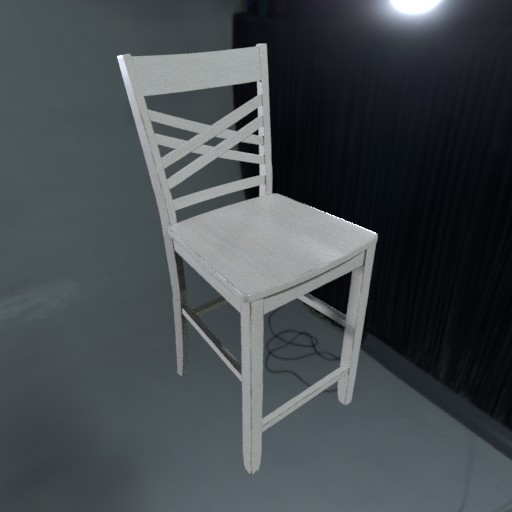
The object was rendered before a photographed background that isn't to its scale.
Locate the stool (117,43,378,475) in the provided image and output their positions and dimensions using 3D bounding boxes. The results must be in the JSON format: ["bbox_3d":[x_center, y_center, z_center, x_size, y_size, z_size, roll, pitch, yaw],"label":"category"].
[{"bbox_3d":[0.000,0.000,1.307,0.462,1.079,0.539,-22,37,-32],"label":"stool"}]
